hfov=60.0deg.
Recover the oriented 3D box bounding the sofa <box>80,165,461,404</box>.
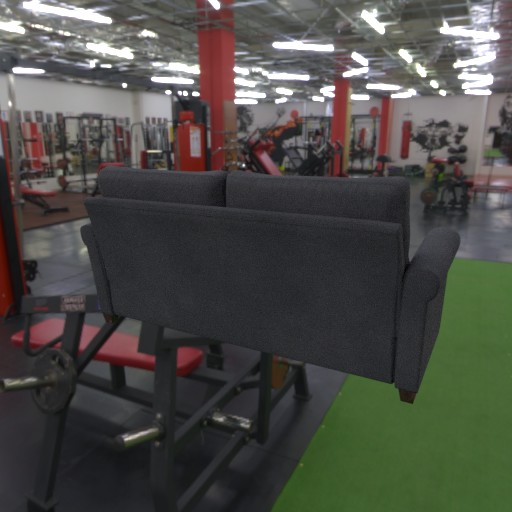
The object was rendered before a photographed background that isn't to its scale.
[{"bbox_3d":[0.000,0.000,2.393,1.935,0.942,0.842,8,17,28],"label":"sofa"}]
